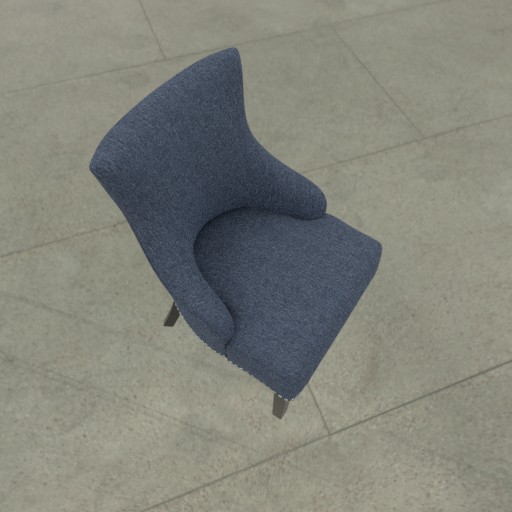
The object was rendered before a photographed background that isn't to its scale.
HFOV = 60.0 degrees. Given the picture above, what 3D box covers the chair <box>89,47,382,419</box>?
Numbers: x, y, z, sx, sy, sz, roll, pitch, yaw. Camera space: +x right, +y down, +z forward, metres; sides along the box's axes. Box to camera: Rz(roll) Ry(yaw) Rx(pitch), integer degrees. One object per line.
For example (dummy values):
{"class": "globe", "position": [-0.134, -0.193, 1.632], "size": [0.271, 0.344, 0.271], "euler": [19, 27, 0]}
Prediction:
{"class": "chair", "position": [0.000, 0.000, 1.314], "size": [0.629, 0.909, 0.566], "euler": [30, 62, 18]}
